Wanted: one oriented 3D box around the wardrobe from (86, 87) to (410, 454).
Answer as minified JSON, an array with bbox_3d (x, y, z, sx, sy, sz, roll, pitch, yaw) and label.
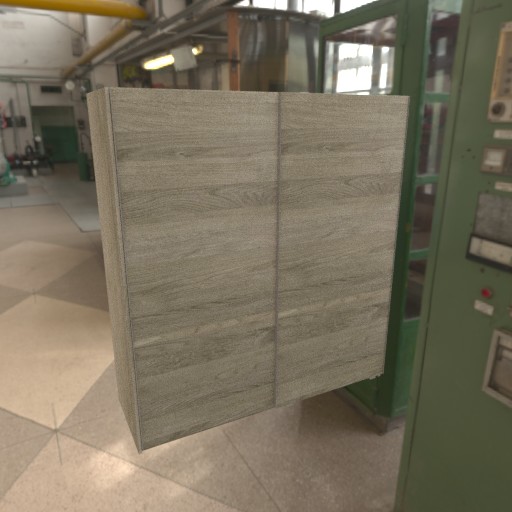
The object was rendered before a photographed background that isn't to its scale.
[{"bbox_3d":[0.000,0.000,2.852,1.780,1.960,0.629,-9,19,-26],"label":"wardrobe"}]
